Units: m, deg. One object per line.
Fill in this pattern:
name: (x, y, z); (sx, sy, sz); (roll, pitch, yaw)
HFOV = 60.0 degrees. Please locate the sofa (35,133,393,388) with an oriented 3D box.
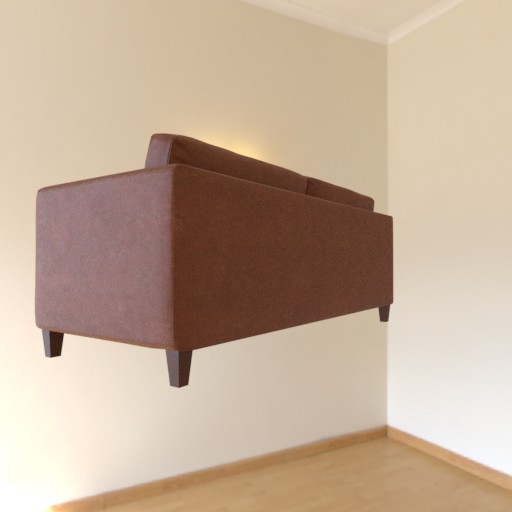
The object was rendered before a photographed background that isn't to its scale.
sofa: (0.000, 0.000, 2.629); (0.950, 0.932, 2.204); (-1, -1, 36)
